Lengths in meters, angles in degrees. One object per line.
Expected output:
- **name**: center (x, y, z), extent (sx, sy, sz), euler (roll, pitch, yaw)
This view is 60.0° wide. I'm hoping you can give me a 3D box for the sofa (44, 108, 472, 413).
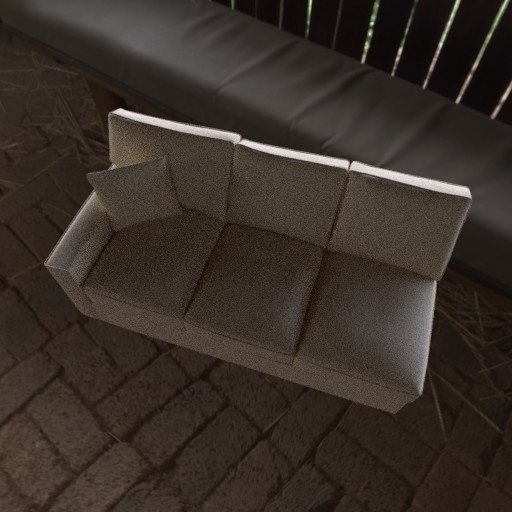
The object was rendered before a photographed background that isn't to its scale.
- **sofa**: center (0.000, 0.000, 2.467), extent (1.962, 0.946, 1.034), euler (15, 59, 10)
